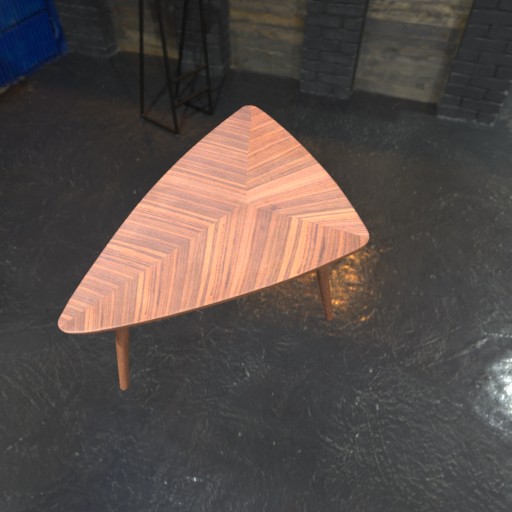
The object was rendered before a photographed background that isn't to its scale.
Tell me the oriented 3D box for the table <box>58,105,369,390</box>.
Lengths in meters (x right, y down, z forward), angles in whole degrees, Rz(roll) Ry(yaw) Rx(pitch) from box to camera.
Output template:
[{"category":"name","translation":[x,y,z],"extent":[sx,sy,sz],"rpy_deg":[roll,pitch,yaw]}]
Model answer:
[{"category":"table","translation":[0.000,0.000,1.302],"extent":[0.601,0.365,1.008],"rpy_deg":[17,49,15]}]
